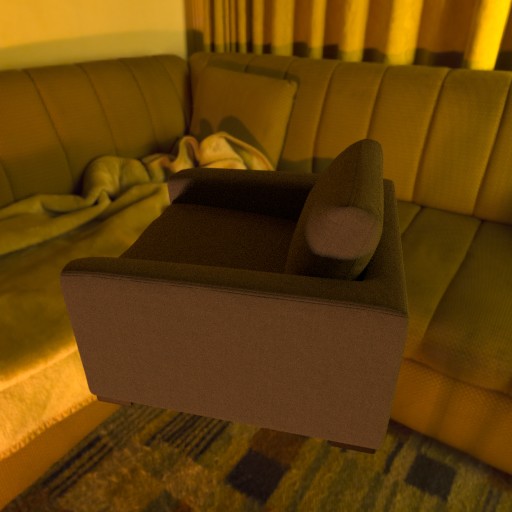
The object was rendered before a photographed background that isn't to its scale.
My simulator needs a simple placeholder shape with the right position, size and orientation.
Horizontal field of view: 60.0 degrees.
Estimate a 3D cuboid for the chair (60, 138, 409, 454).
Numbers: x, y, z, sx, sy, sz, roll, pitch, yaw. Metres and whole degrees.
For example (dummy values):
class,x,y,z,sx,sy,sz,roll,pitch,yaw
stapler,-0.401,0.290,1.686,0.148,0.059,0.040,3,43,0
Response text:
class,x,y,z,sx,sy,sz,roll,pitch,yaw
chair,0.000,0.000,1.822,1.100,0.847,1.070,7,30,11
